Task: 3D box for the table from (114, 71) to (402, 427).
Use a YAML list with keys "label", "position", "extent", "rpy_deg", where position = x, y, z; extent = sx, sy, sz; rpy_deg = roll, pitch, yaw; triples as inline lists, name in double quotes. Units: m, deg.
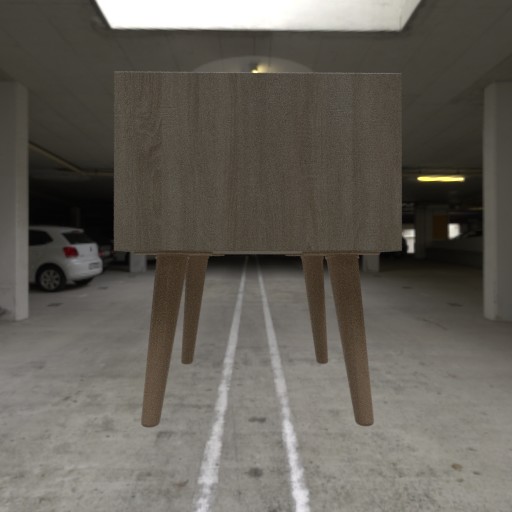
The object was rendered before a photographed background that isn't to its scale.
- label: "table"
  position: [0.000, 0.000, 0.794]
  extent: [0.370, 0.470, 0.450]
  rpy_deg: [0, 0, -1]
